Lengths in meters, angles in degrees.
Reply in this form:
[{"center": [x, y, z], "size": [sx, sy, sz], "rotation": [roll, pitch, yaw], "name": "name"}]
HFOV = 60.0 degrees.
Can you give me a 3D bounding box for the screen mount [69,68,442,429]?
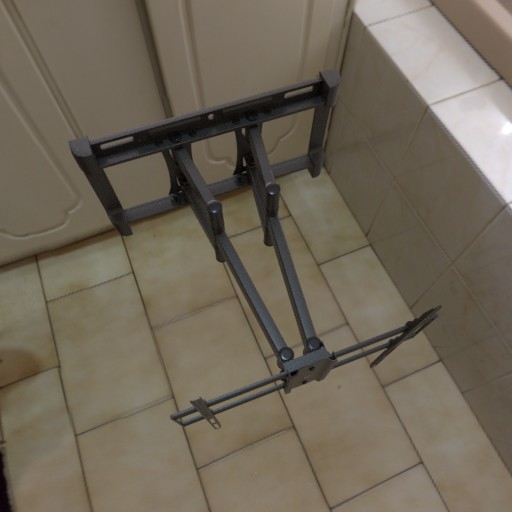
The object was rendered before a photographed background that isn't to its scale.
[{"center": [0.000, 0.000, 0.943], "size": [0.571, 0.424, 0.556], "rotation": [-19, 65, -9], "name": "screen mount"}]
